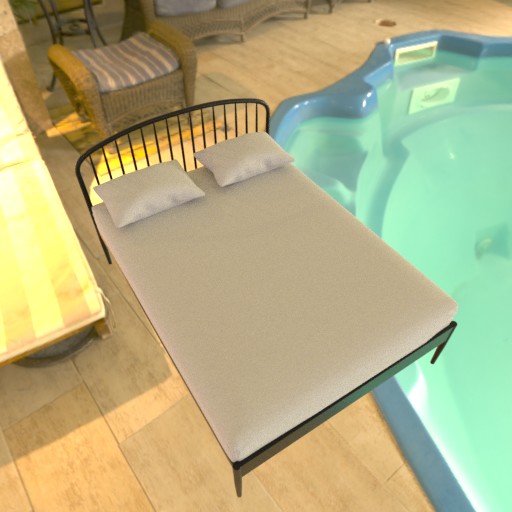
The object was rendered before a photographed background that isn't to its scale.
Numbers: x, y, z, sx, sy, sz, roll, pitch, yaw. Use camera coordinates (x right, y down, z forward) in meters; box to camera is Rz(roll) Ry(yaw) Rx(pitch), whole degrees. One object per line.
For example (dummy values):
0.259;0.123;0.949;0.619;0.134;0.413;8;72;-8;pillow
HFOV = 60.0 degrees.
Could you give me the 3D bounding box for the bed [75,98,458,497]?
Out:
0.000;0.000;3.000;1.618;1.166;2.159;-25;51;-22;bed
